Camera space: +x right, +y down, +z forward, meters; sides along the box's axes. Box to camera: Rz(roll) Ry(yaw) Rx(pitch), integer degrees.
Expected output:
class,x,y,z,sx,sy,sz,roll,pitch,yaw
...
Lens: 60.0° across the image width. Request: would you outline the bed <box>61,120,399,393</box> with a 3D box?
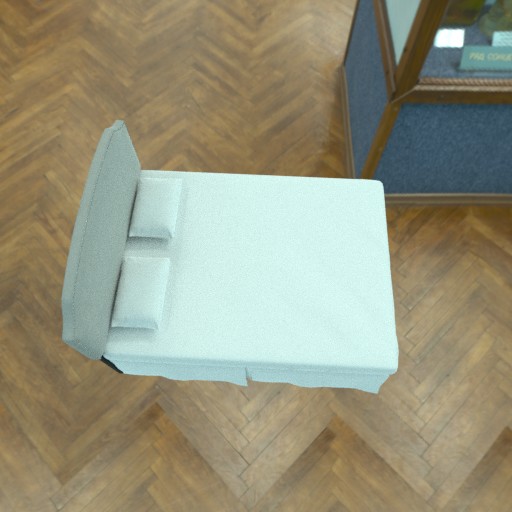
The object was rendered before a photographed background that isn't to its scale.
class,x,y,z,sx,sy,sz,roll,pitch,yaw
bed,0.000,0.000,3.058,1.999,1.270,1.558,3,65,1
